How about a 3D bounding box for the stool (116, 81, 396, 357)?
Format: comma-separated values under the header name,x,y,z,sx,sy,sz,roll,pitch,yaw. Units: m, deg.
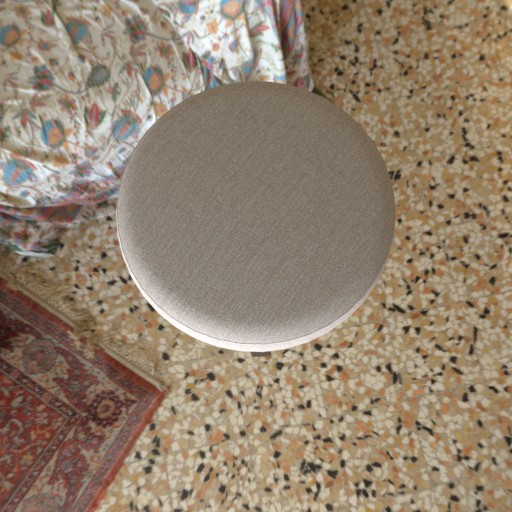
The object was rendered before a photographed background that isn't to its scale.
name,x,y,z,sx,sy,sz,roll,pitch,yaw
stool,0.000,0.000,1.015,0.443,0.757,0.443,0,77,0
